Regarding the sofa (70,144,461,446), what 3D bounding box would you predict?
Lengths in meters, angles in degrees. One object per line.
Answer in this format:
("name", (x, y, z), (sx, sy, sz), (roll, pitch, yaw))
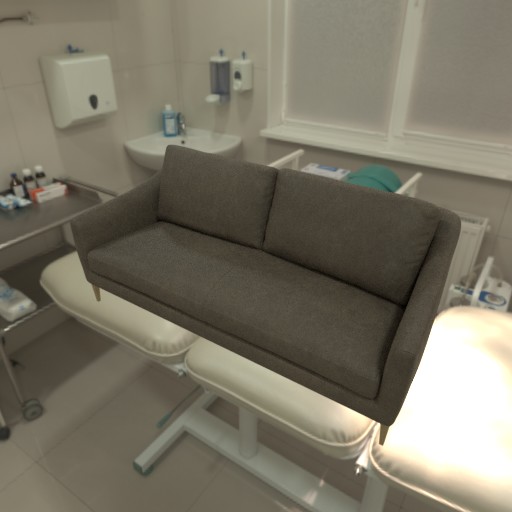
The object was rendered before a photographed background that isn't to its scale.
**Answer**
("sofa", (0.000, 0.000, 2.506), (2.036, 0.902, 0.960), (19, 35, 29))
